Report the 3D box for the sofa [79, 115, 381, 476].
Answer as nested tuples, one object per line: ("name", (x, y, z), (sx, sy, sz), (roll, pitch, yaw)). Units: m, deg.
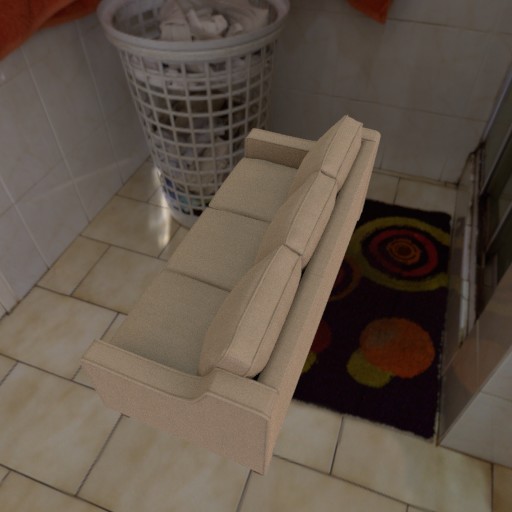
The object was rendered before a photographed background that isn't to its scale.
("sofa", (0.000, 0.000, 2.549), (0.911, 0.974, 1.986), (17, 50, 15))
